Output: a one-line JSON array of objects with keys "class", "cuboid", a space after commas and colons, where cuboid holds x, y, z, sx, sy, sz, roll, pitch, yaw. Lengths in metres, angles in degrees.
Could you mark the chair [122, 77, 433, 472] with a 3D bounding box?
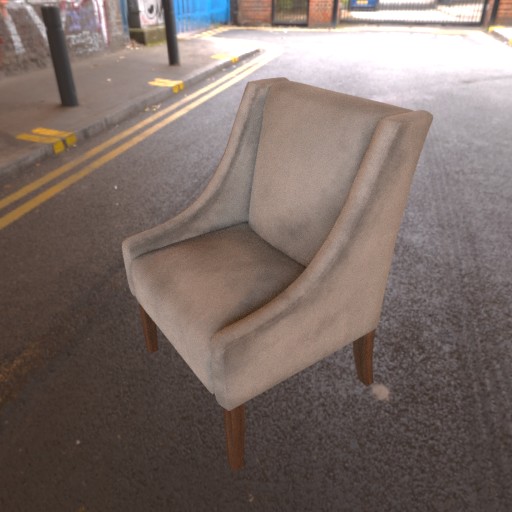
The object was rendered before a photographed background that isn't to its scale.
[{"class": "chair", "cuboid": [0.000, 0.000, 1.338, 0.629, 0.895, 0.629, -20, 37, -30]}]
